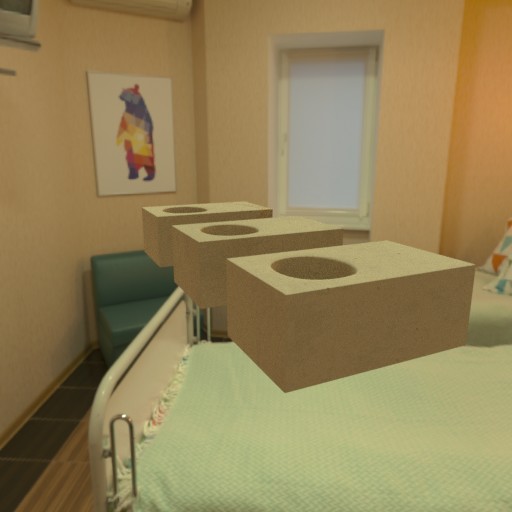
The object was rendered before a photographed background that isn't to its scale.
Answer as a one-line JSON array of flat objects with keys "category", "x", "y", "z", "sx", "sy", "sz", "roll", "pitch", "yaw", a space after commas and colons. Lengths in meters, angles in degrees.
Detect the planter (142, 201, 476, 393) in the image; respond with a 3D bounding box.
[{"category": "planter", "x": 0.000, "y": 0.000, "z": 0.384, "sx": 0.127, "sy": 0.051, "sz": 0.333, "roll": -7, "pitch": 15, "yaw": -25}]
